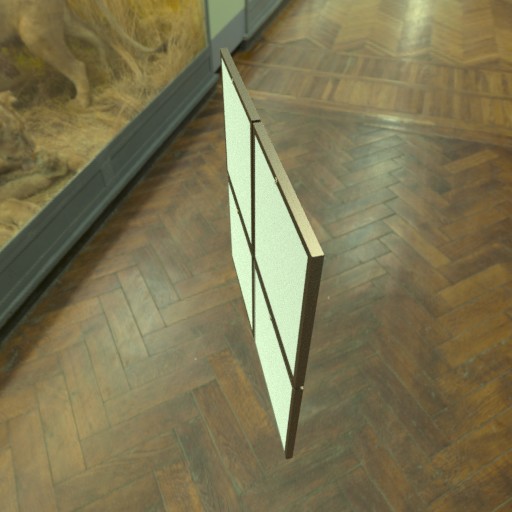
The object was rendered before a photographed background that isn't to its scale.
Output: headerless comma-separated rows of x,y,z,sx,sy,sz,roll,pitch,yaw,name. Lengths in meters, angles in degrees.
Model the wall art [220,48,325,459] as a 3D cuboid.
0.000,0.000,1.553,0.030,1.032,1.032,-9,47,-9,wall art
